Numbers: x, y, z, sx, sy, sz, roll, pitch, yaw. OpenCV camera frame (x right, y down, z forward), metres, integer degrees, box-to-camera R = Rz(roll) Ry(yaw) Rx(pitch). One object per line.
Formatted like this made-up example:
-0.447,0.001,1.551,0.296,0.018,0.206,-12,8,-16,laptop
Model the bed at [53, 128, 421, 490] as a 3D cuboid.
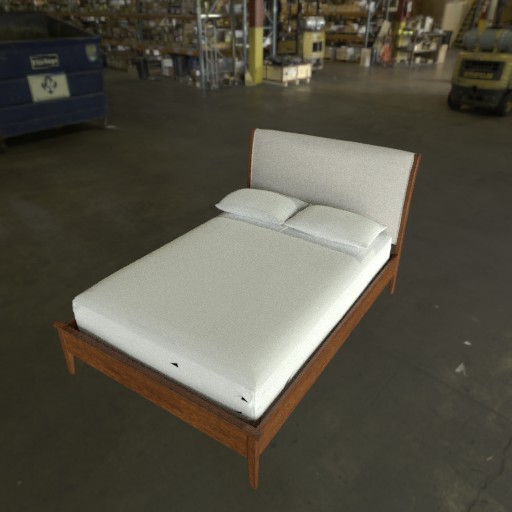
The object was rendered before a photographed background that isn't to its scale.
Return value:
0.000,0.000,3.282,1.612,1.250,2.380,18,34,29,bed
